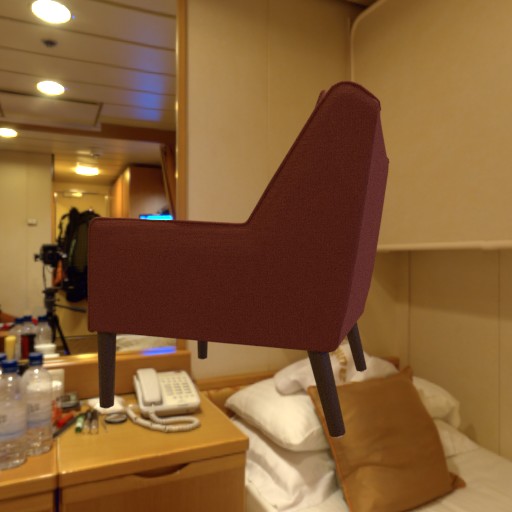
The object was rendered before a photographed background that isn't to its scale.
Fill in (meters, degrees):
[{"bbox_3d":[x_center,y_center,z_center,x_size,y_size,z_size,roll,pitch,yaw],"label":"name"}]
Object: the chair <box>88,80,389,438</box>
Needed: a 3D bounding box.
[{"bbox_3d":[0.000,0.000,1.367,0.770,0.812,0.680,0,0,18],"label":"chair"}]
